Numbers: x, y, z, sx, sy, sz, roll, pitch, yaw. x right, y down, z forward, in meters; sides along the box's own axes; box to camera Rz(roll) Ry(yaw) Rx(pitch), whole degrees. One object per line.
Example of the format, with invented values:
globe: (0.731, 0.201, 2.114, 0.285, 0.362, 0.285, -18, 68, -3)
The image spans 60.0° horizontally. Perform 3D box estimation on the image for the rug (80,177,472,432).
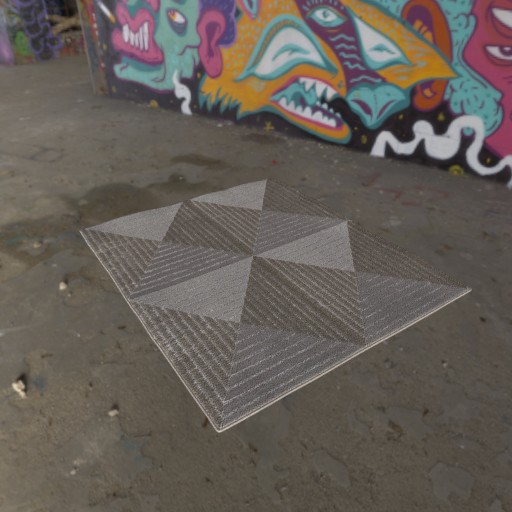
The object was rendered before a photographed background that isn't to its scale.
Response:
rug: (0.000, 0.000, 0.917, 0.551, 0.008, 0.642, -20, 38, -28)
